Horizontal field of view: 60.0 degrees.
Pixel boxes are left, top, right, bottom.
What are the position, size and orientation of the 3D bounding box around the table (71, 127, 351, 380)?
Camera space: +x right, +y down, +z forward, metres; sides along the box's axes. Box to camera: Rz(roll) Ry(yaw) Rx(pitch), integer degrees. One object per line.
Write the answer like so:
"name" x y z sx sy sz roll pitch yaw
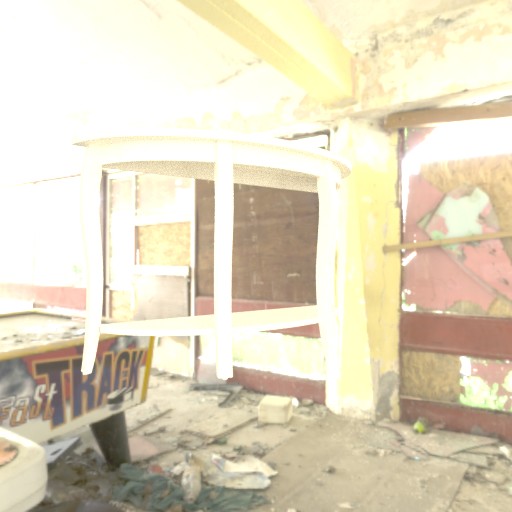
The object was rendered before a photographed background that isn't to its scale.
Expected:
"table" 0.000 0.000 1.660 1.219 0.780 0.394 0 0 -36
